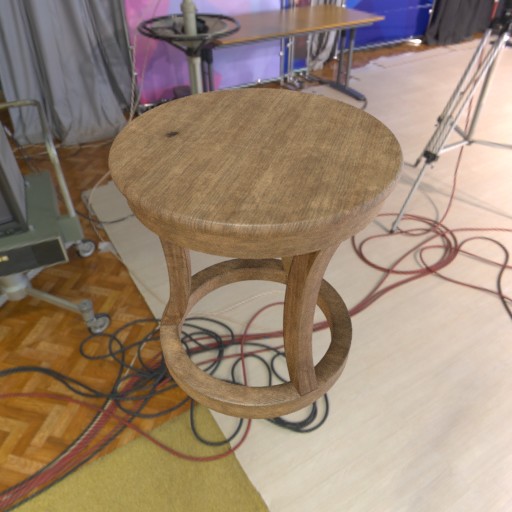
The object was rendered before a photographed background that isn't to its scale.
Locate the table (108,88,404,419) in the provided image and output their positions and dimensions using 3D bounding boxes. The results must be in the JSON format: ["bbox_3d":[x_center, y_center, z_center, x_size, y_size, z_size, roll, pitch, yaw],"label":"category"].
[{"bbox_3d":[0.000,0.000,0.814,0.432,0.460,0.432,0,41,0],"label":"table"}]
